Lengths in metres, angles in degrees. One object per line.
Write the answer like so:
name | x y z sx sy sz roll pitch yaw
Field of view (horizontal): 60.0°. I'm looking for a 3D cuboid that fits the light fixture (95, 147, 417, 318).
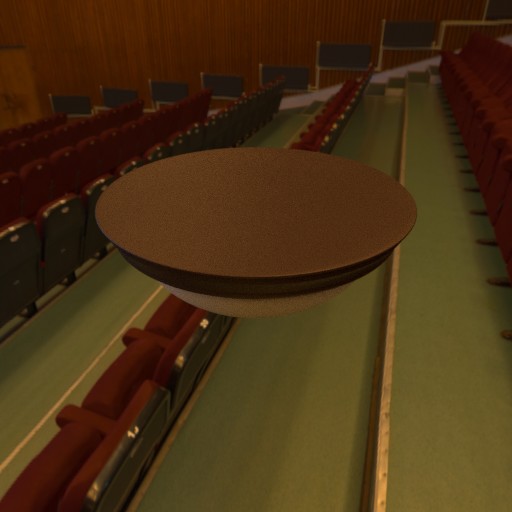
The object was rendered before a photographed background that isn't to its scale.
light fixture | 0.000 0.000 0.437 0.280 0.135 0.280 0 30 0
